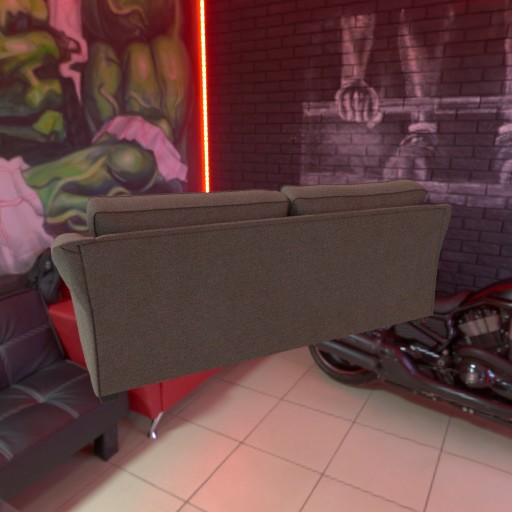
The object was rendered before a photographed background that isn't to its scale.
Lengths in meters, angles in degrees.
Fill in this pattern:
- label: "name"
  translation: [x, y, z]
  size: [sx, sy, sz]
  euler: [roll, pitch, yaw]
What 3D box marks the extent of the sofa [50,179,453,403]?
- label: "sofa"
  translation: [0.000, 0.000, 2.713]
  size: [2.270, 0.906, 0.986]
  euler: [-8, 17, -26]
